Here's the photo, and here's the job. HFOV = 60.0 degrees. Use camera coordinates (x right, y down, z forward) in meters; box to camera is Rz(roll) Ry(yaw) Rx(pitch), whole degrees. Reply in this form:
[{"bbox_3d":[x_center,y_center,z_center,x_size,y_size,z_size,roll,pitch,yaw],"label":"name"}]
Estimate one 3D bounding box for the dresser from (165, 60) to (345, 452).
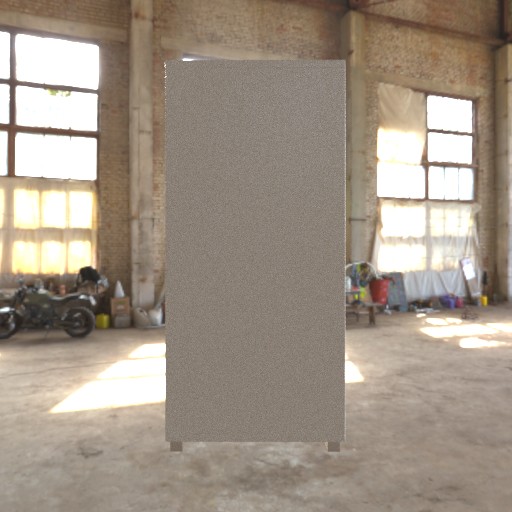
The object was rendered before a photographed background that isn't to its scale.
[{"bbox_3d":[0.000,0.000,1.678,0.460,1.000,1.100,0,0,0],"label":"dresser"}]
